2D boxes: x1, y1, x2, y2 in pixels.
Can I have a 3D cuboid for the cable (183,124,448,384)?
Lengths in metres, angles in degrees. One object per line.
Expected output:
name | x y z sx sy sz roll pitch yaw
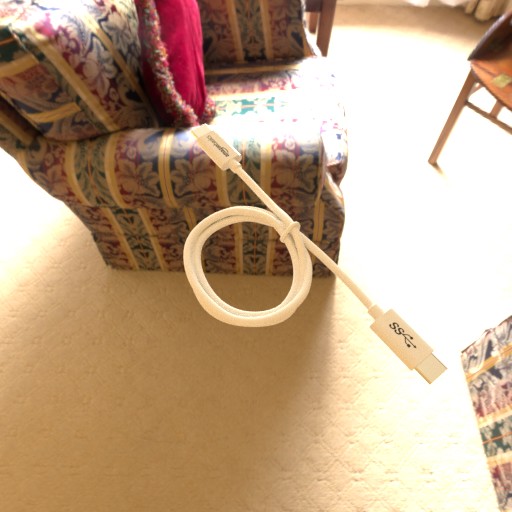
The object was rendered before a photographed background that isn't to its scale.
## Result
cable | 0.000 0.000 0.215 0.070 0.014 0.186 -33 64 -18
